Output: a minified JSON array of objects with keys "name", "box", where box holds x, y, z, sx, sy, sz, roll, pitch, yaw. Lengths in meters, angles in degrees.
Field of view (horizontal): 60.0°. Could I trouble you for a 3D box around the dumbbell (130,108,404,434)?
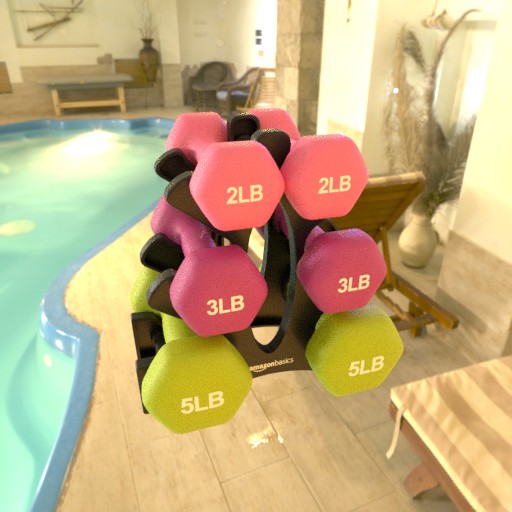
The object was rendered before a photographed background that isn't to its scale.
[{"name":"dumbbell","box":[0.000,0.000,0.443,0.257,0.261,0.203,-8,28,-15]}]
